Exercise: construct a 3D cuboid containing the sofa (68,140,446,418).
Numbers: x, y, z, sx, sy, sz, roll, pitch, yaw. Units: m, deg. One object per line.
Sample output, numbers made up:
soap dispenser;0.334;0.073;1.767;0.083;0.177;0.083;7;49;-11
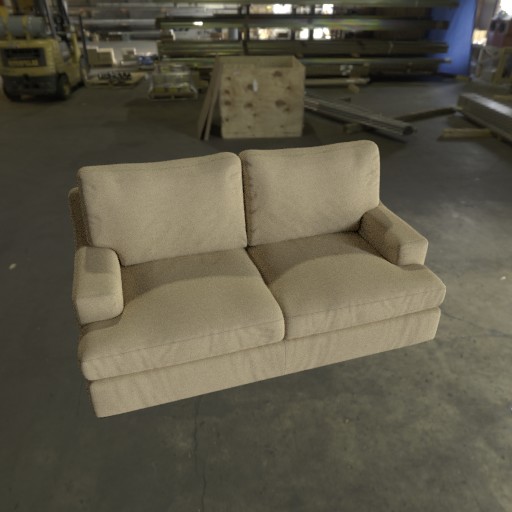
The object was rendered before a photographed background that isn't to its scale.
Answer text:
sofa;0.000;0.000;2.419;1.885;0.967;0.962;-9;32;-15
